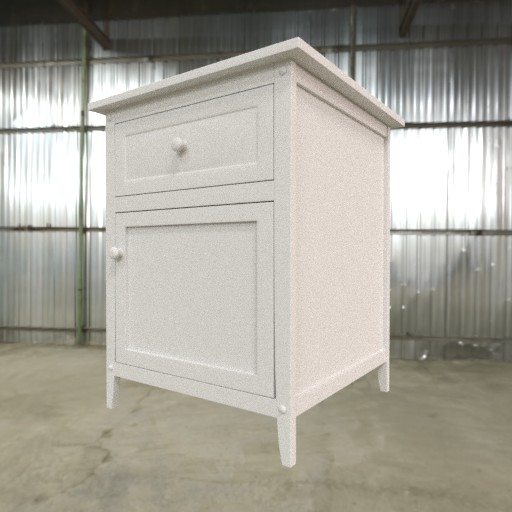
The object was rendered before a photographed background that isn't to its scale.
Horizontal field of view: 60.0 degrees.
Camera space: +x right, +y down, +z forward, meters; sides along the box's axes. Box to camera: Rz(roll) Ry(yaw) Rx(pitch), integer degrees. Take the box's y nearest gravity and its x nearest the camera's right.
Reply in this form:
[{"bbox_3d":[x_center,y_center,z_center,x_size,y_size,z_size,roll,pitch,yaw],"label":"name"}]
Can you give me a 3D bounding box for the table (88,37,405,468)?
[{"bbox_3d":[0.000,0.000,0.747,0.381,0.483,0.381,1,1,35],"label":"table"}]
